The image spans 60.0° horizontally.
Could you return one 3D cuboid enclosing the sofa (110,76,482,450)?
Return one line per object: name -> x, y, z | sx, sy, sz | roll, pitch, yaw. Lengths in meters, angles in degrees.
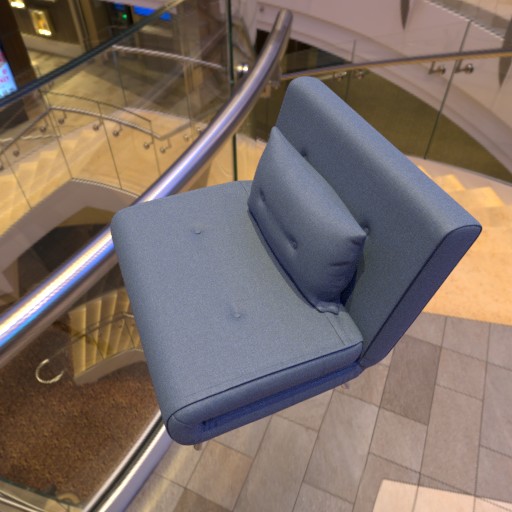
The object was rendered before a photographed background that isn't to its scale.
sofa -> 0.000, 0.000, 1.703 | 0.996, 0.860, 0.999 | -17, 49, -15
